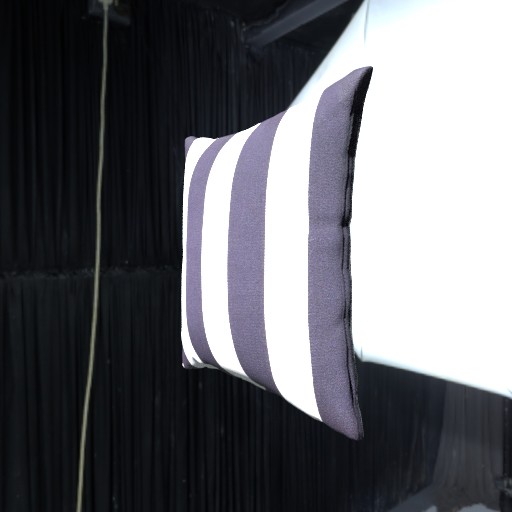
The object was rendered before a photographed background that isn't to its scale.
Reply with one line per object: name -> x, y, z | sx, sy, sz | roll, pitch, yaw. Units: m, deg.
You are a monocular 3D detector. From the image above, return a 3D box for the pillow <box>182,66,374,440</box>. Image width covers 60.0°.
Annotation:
pillow -> 0.000, 0.000, 0.817 | 0.189, 0.526, 0.536 | -1, 2, -37
